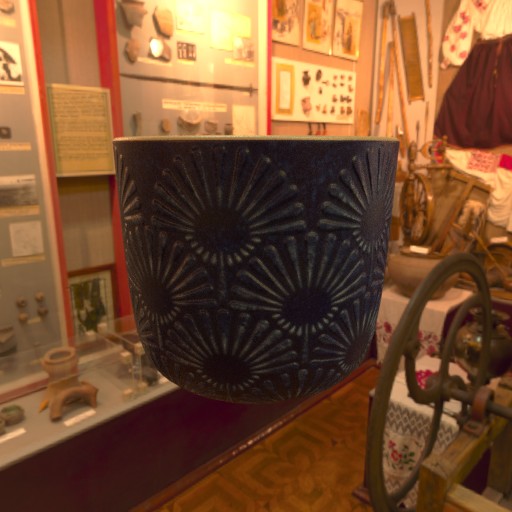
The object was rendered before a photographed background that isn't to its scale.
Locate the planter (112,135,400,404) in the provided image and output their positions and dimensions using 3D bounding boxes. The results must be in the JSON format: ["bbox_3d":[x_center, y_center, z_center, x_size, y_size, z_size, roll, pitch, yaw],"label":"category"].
[{"bbox_3d":[0.000,0.000,0.213,0.124,0.109,0.124,0,14,0],"label":"planter"}]
